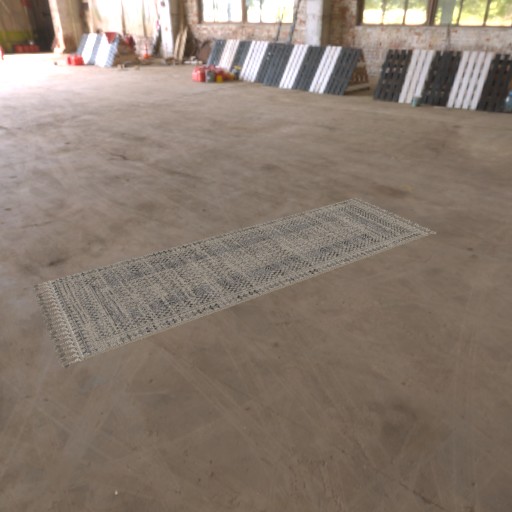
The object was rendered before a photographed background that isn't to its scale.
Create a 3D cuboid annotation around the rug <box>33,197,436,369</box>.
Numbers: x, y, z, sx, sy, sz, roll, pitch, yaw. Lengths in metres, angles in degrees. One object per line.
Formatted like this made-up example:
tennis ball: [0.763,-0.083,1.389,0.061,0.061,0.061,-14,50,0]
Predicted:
rug: [0.000,0.000,2.756,2.480,0.013,0.786,-17,33,-28]
